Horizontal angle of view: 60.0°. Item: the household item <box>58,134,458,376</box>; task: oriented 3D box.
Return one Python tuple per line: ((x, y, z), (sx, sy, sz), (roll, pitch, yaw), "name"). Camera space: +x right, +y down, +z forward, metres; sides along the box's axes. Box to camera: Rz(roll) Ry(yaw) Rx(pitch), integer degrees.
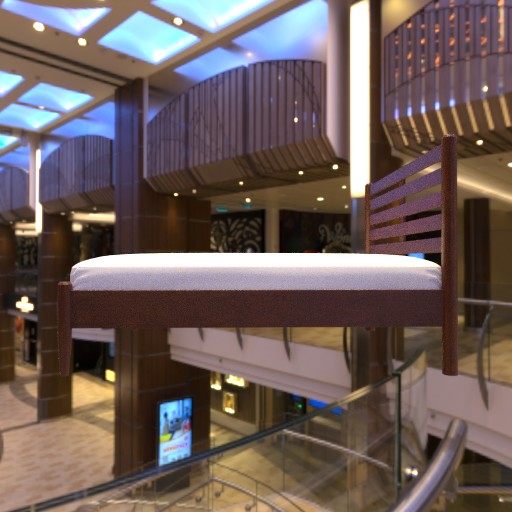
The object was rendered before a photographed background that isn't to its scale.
((0.000, 0.000, 3.271), (2.232, 1.356, 1.663), (0, -1, -2), "household item")
